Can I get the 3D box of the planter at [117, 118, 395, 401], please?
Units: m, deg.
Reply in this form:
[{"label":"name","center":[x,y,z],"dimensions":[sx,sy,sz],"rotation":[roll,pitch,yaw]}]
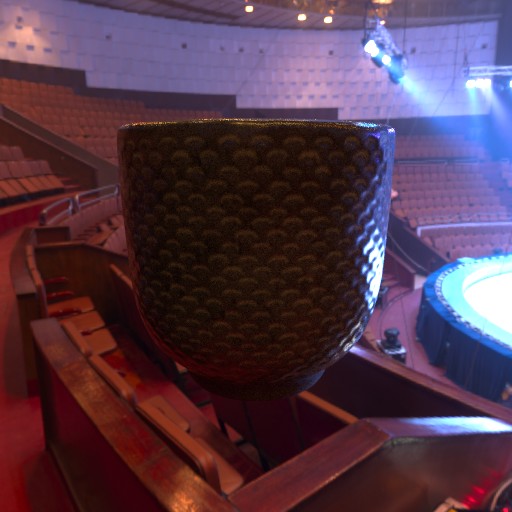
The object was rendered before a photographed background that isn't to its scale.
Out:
[{"label":"planter","center":[0.000,0.000,0.346],"dimensions":[0.197,0.191,0.197],"rotation":[0,12,0]}]
